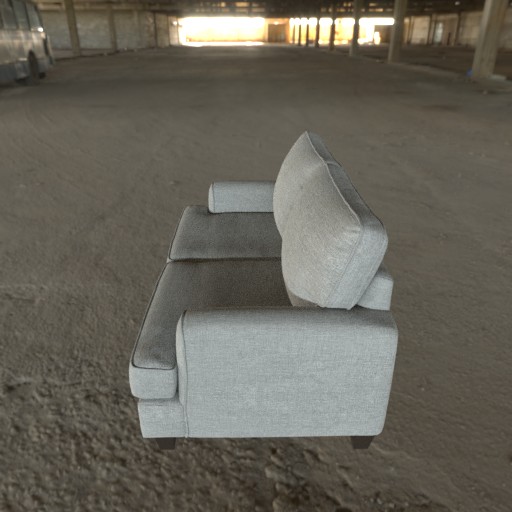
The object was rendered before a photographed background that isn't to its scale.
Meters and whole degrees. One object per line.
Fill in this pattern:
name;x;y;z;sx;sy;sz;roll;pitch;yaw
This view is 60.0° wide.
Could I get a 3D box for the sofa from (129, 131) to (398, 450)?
sofa;0.000;0.000;2.241;0.965;0.965;1.651;0;27;-1
